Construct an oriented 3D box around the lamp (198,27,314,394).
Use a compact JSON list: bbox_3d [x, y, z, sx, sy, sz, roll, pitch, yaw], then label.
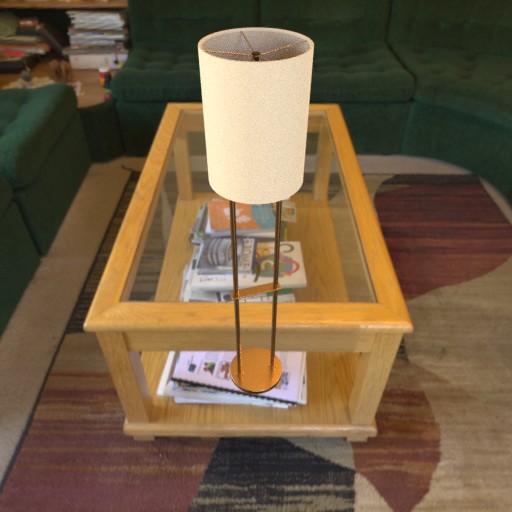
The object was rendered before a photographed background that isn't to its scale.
[{"bbox_3d":[0.000,0.000,1.667,0.306,1.500,0.305,-12,43,-13],"label":"lamp"}]
